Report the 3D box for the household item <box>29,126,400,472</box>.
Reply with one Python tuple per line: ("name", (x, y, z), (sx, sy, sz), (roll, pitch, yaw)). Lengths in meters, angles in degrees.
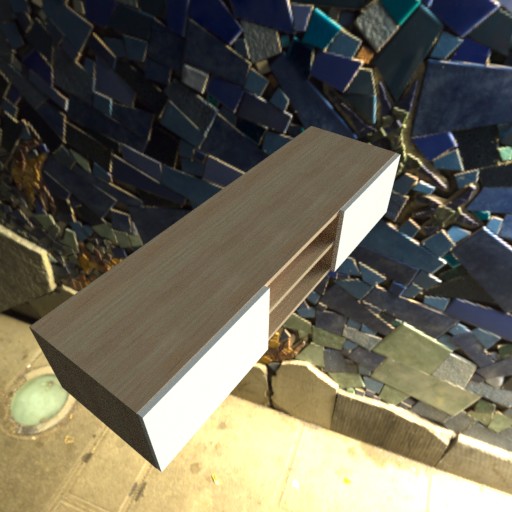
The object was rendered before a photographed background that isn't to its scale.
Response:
("household item", (0.000, 0.000, 1.568), (0.420, 0.310, 1.400), (26, 49, 26))
